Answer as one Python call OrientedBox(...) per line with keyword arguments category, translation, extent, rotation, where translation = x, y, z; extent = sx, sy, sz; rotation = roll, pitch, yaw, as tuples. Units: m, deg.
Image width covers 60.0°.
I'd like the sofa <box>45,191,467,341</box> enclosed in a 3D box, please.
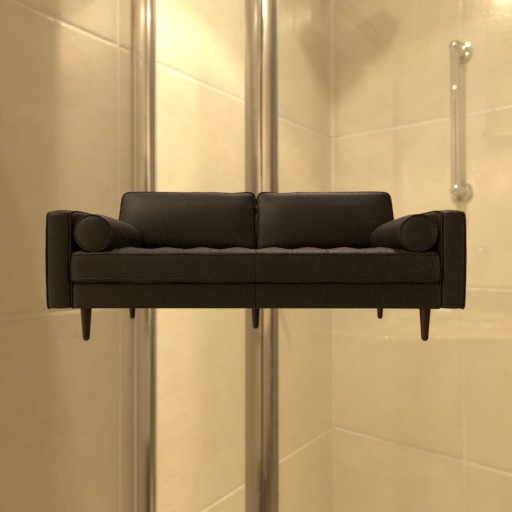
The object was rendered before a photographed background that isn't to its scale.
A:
OrientedBox(category="sofa", translation=(0.000, 0.000, 2.372), extent=(1.879, 0.770, 0.921), rotation=(0, 0, 0))
